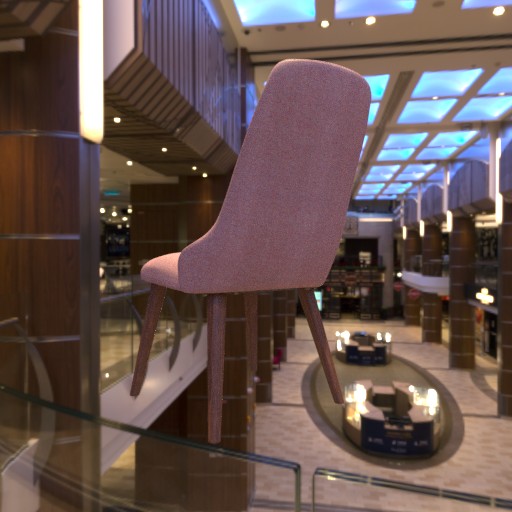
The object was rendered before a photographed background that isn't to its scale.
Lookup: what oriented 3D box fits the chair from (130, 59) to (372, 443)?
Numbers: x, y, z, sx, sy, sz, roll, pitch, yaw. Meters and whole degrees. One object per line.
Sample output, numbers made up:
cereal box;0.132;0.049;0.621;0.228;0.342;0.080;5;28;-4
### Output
chair;0.000;0.000;1.346;0.535;0.918;0.707;0;1;-37
